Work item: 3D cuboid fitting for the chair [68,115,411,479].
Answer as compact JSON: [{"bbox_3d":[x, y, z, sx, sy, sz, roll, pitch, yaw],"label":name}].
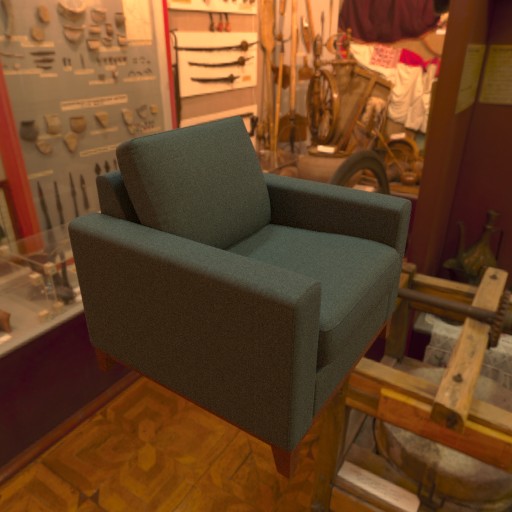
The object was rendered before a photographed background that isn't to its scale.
[{"bbox_3d":[0.000,0.000,1.865,1.038,1.010,1.024,17,31,30],"label":"chair"}]
